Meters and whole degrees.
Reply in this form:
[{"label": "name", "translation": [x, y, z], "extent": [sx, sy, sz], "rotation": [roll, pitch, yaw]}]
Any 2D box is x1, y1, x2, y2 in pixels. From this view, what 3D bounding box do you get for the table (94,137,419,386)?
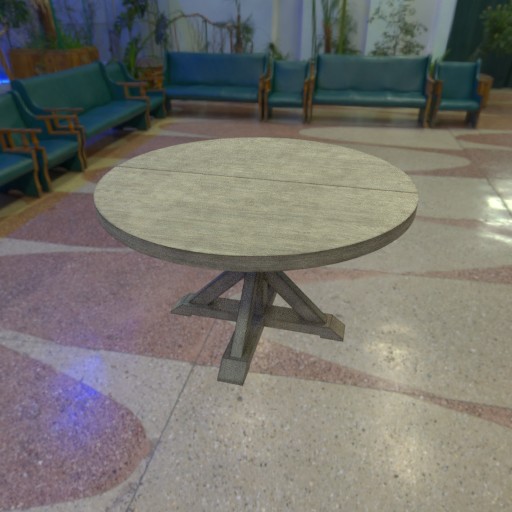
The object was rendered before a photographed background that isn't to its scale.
[{"label": "table", "translation": [0.000, 0.000, 2.138], "extent": [1.363, 0.781, 1.363], "rotation": [0, 30, 0]}]
